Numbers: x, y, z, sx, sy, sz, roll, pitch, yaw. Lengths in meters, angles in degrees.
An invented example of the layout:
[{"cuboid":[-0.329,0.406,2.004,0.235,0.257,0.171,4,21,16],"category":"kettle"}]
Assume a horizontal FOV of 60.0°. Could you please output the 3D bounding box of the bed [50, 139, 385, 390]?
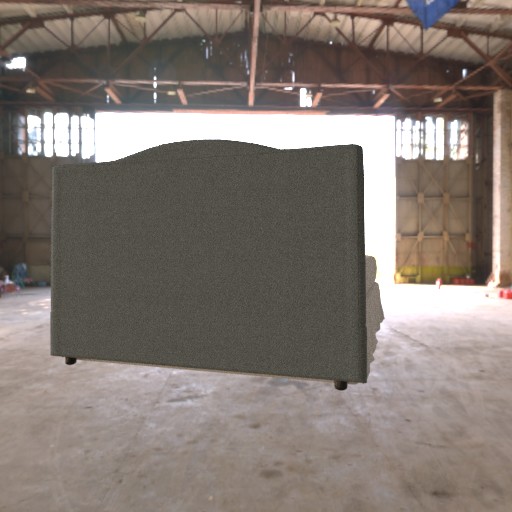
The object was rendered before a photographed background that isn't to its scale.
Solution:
[{"cuboid":[0.000,0.000,3.968,2.161,1.457,2.689,0,1,18],"category":"bed"}]
